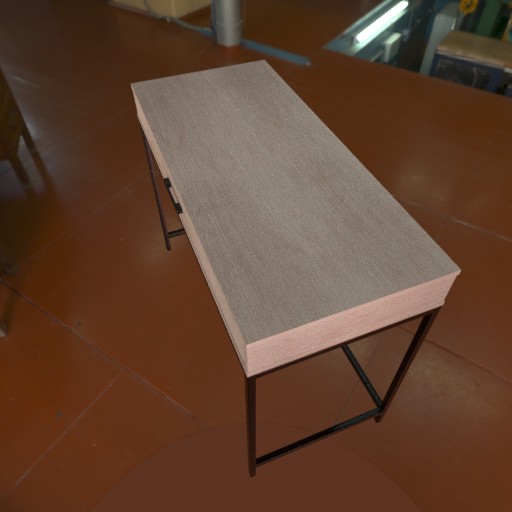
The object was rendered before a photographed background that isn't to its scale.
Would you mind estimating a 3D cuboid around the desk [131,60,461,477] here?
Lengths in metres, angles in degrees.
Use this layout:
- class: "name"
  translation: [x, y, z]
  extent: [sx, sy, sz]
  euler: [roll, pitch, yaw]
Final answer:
- class: "desk"
  translation: [0.000, 0.000, 1.419]
  extent: [0.470, 0.762, 1.016]
  euler: [-17, 50, -15]
